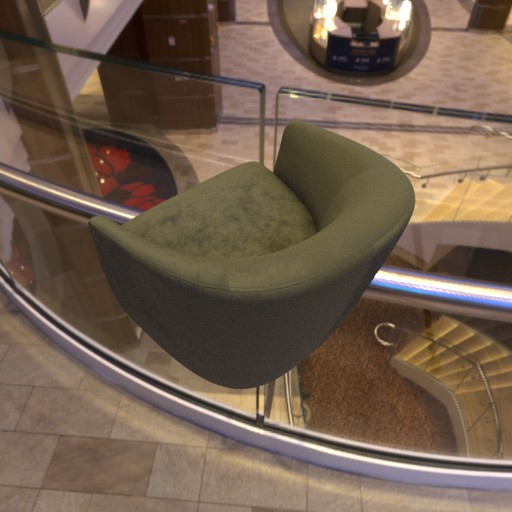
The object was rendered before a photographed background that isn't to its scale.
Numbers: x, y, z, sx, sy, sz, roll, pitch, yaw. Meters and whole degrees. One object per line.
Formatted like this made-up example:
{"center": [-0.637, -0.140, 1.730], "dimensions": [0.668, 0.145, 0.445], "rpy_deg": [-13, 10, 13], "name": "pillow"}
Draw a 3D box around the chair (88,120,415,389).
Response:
{"center": [0.000, 0.000, 1.374], "dimensions": [0.773, 0.698, 0.767], "rpy_deg": [-33, 55, -27], "name": "chair"}
